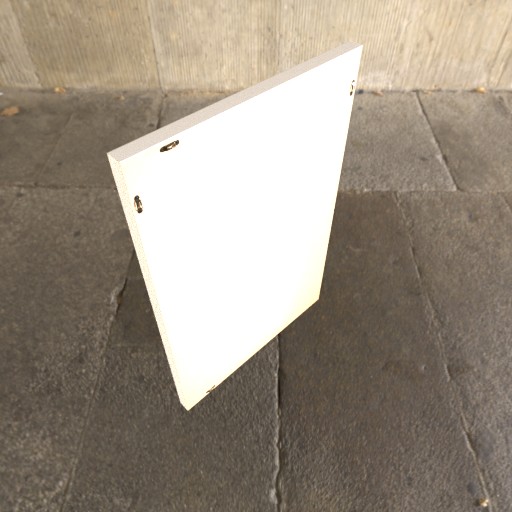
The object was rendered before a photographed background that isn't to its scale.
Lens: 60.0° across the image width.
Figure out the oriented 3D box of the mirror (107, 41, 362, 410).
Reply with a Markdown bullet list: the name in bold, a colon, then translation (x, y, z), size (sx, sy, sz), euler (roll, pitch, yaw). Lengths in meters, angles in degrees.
- **mirror**: translation (0.000, 0.000, 1.163), size (0.609, 0.915, 0.041), euler (-36, 57, -28)
